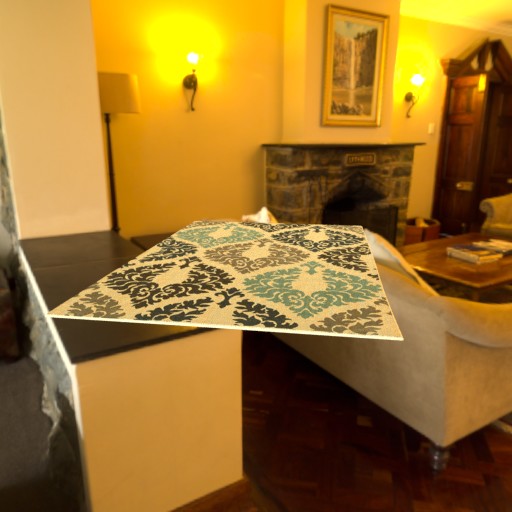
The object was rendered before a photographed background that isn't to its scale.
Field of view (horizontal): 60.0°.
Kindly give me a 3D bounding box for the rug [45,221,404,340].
[{"bbox_3d":[0.000,0.000,2.900,1.514,0.014,2.275,2,15,9],"label":"rug"}]
